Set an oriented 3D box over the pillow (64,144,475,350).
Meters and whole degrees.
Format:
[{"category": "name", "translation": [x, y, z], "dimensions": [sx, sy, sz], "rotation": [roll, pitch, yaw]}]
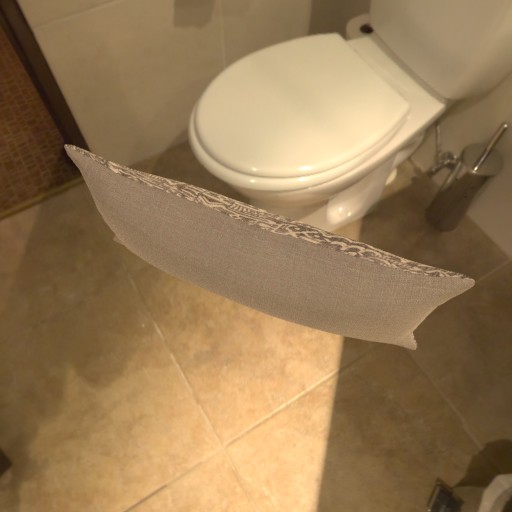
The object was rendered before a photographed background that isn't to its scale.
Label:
[{"category": "pillow", "translation": [0.000, 0.000, 0.738], "dimensions": [0.631, 0.290, 0.148], "rotation": [19, 64, 10]}]
